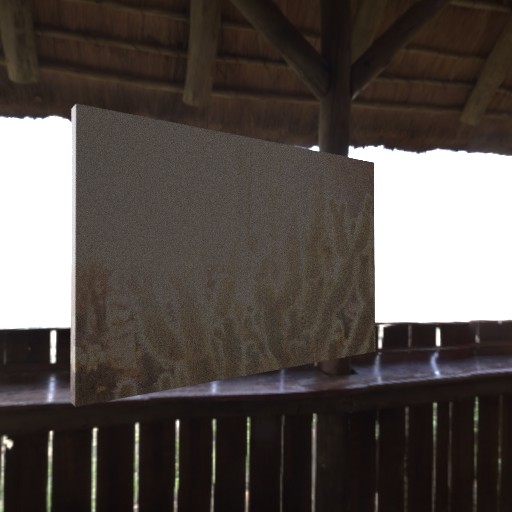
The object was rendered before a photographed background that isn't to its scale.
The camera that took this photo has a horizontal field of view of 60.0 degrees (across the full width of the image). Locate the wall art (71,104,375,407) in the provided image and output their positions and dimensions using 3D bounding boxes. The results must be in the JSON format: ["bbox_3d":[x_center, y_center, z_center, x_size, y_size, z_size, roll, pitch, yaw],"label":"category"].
[{"bbox_3d":[0.000,0.000,1.169,0.916,0.608,0.040,0,-1,-36],"label":"wall art"}]
